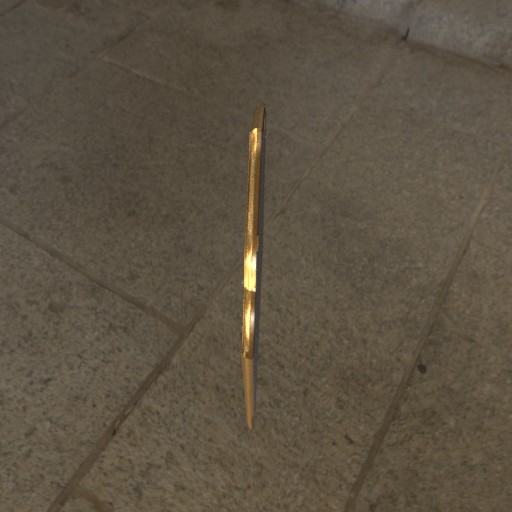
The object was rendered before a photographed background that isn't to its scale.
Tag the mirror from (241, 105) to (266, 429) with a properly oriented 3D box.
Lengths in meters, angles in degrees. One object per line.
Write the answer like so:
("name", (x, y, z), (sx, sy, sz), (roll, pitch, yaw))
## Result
("mirror", (0.000, 0.000, 0.857), (0.018, 0.635, 0.513), (2, 58, 1))
